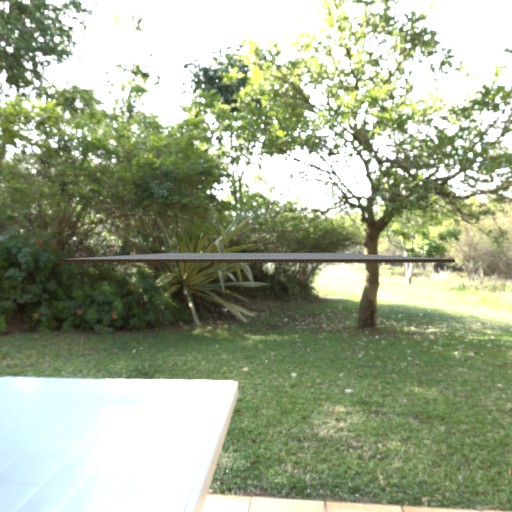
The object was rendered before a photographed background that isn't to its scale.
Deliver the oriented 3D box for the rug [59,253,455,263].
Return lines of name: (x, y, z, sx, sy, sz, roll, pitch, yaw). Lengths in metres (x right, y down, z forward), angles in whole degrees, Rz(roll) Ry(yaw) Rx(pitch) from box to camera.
rug: (0.000, 0.000, 2.761, 1.509, 0.013, 2.144, 0, 1, 0)
